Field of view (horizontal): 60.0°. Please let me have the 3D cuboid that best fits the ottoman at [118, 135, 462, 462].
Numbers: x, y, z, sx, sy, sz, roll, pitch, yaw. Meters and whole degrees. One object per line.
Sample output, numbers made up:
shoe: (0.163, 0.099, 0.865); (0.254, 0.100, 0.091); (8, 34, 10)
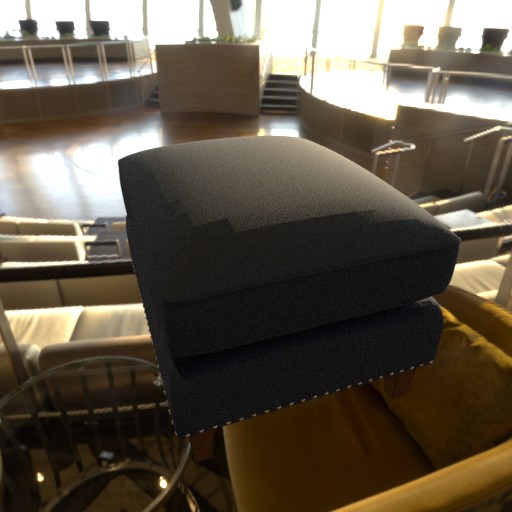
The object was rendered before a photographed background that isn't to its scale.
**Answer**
ottoman: (0.000, 0.000, 1.127); (0.584, 0.513, 0.741); (-11, 32, -17)
